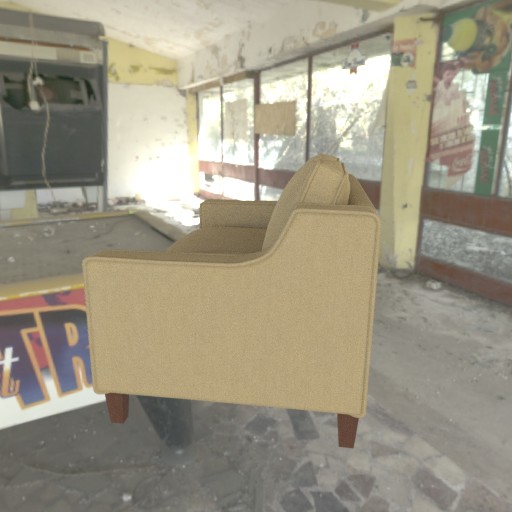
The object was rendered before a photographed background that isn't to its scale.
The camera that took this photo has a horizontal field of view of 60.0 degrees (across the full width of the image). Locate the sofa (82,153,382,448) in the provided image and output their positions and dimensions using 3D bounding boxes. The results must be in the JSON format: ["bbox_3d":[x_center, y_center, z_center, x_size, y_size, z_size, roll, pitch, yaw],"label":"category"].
[{"bbox_3d":[0.000,0.000,2.157,0.987,0.971,1.501,2,15,9],"label":"sofa"}]
